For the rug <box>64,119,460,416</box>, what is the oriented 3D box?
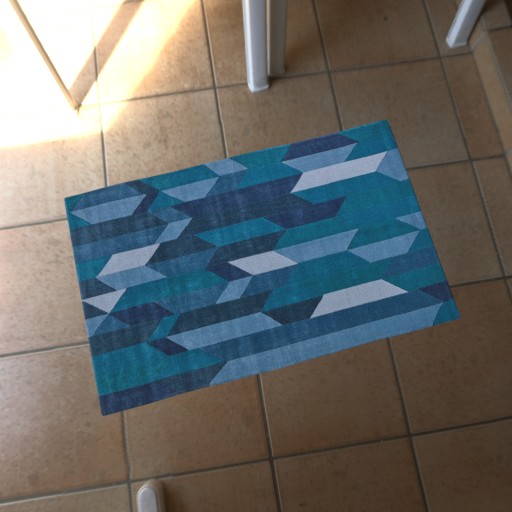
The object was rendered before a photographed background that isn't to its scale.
[{"bbox_3d":[0.000,0.000,3.049,2.420,0.005,1.528,-14,77,-3],"label":"rug"}]
